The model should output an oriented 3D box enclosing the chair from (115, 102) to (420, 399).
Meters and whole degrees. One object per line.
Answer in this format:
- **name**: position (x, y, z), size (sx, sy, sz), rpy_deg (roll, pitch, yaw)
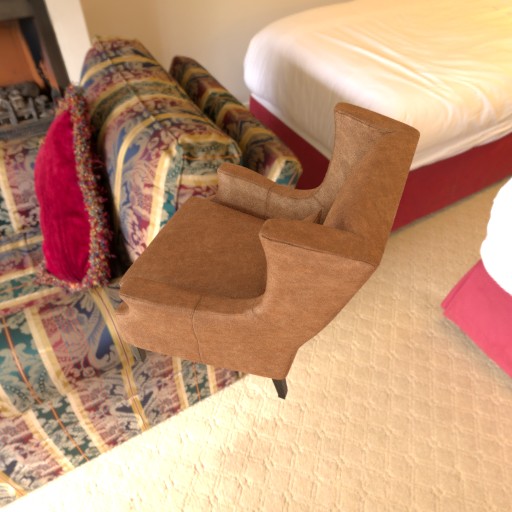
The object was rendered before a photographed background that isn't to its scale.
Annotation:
- **chair**: position (0.000, 0.000, 1.743), size (0.926, 1.016, 0.853), rpy_deg (17, 49, 16)
